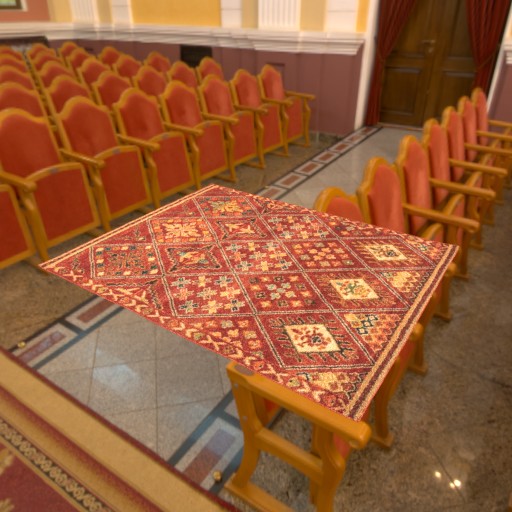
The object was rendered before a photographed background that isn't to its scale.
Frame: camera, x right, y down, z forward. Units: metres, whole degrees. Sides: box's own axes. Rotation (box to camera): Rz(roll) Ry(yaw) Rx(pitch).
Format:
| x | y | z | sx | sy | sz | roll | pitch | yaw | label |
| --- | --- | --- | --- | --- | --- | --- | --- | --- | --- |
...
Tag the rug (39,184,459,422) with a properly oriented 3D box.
| x | y | z | sx | sy | sz | roll | pitch | yaw | label |
| --- | --- | --- | --- | --- | --- | --- | --- | --- | --- |
| 0.000 | 0.000 | 4.145 | 3.086 | 0.030 | 2.489 | 19 | 35 | 29 | rug |
